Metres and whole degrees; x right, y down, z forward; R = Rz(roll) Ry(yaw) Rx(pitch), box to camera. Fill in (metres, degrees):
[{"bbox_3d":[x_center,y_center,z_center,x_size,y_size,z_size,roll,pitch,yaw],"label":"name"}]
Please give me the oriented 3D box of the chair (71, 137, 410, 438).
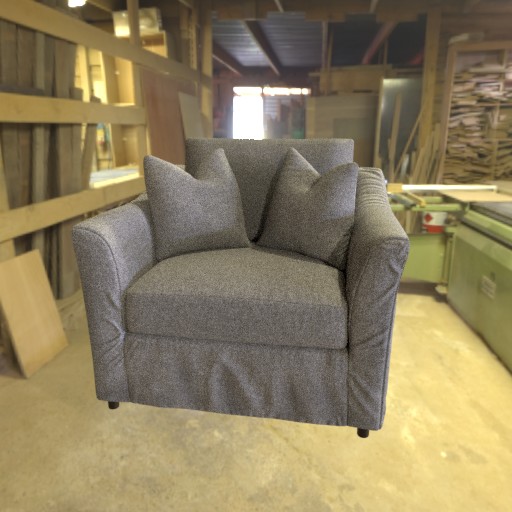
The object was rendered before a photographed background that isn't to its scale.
[{"bbox_3d":[0.000,0.000,2.044,1.194,1.059,1.071,3,15,10],"label":"chair"}]
